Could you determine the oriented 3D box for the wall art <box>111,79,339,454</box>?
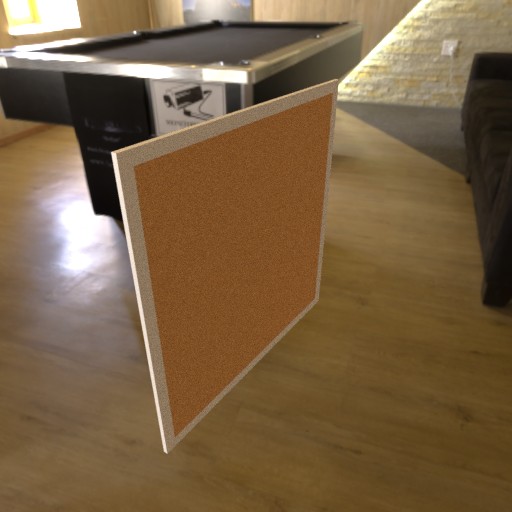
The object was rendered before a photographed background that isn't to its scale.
[{"bbox_3d":[0.000,0.000,0.849,0.009,0.559,0.558,21,37,30],"label":"wall art"}]
